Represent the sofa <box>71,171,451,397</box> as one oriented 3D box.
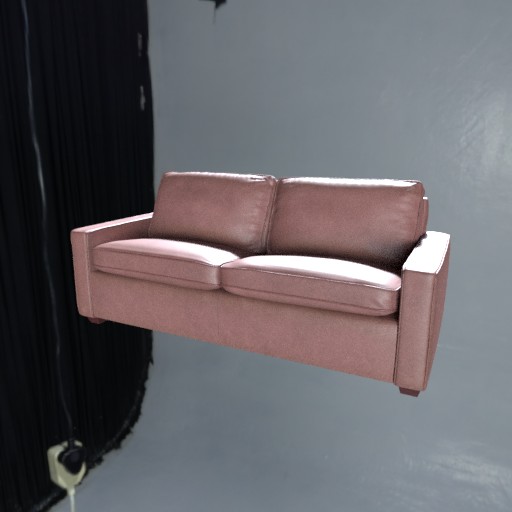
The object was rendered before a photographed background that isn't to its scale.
[{"bbox_3d":[0.000,0.000,2.620,2.080,0.919,0.940,7,16,25],"label":"sofa"}]
